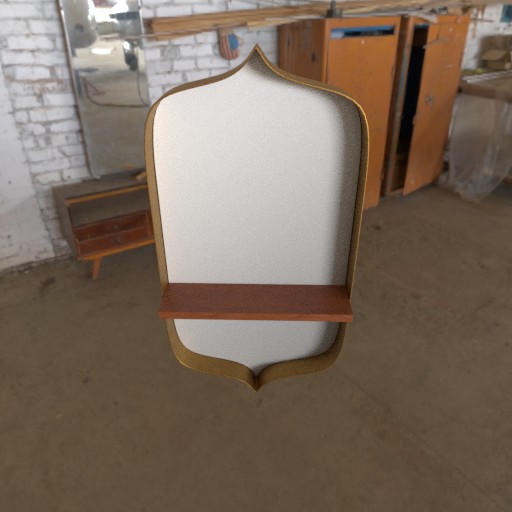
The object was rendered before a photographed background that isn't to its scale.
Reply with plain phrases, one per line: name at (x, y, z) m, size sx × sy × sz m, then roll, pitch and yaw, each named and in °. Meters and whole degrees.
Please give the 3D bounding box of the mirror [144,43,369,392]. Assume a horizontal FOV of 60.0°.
mirror at (0.000, 0.000, 0.715) m, size 0.323 × 0.613 × 0.096 m, roll 1°, pitch 30°, yaw 1°
